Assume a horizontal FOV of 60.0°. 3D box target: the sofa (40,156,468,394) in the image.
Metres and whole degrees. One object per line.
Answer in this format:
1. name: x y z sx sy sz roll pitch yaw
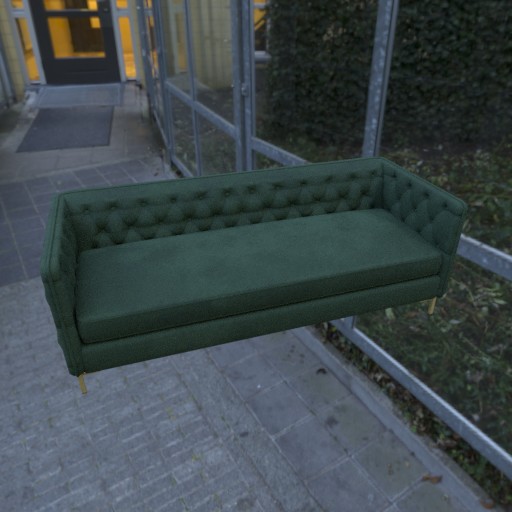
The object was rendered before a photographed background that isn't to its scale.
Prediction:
1. sofa: 0.000 0.000 2.650 2.209 0.771 0.895 -9 32 -16
